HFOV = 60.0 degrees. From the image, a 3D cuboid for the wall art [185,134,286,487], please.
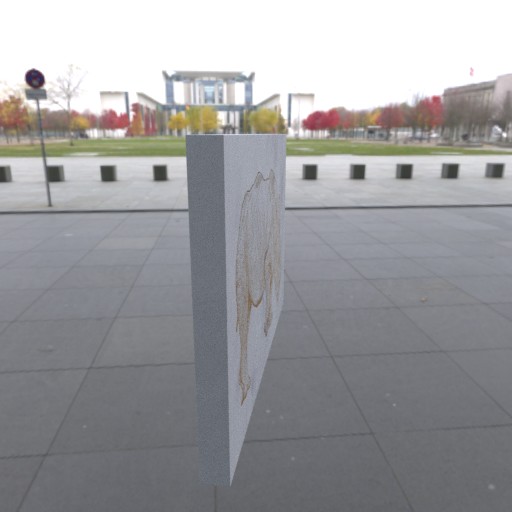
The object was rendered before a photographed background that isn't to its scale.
[{"bbox_3d":[0.000,0.000,0.769,0.038,0.407,0.609,3,16,9],"label":"wall art"}]
